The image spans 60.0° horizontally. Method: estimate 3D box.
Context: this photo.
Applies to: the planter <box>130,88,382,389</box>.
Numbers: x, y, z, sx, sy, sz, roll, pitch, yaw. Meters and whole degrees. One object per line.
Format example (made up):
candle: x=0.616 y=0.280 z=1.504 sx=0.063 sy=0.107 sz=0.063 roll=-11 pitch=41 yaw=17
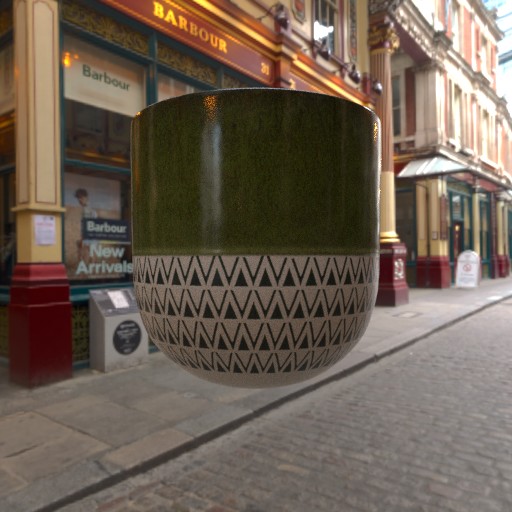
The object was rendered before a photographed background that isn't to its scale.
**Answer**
planter: x=0.000 y=0.000 z=0.488 sx=0.266 sy=0.270 sz=0.266 roll=0 pitch=0 yaw=0
